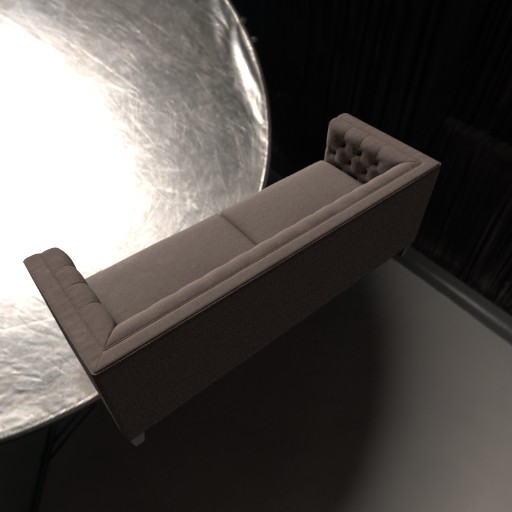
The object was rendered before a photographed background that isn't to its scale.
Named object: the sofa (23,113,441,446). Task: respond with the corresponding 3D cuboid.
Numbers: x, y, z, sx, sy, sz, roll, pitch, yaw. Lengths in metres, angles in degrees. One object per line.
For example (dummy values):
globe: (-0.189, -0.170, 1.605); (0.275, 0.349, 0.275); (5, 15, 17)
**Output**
sofa: (0.000, 0.000, 2.572); (2.159, 0.762, 0.775); (-30, 53, -26)
